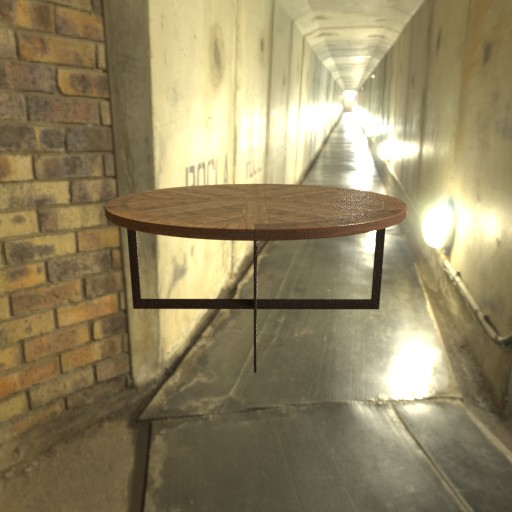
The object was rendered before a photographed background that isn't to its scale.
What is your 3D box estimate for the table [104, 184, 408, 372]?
[{"bbox_3d":[0.000,0.000,2.012,1.264,0.516,1.264,0,15,0],"label":"table"}]
